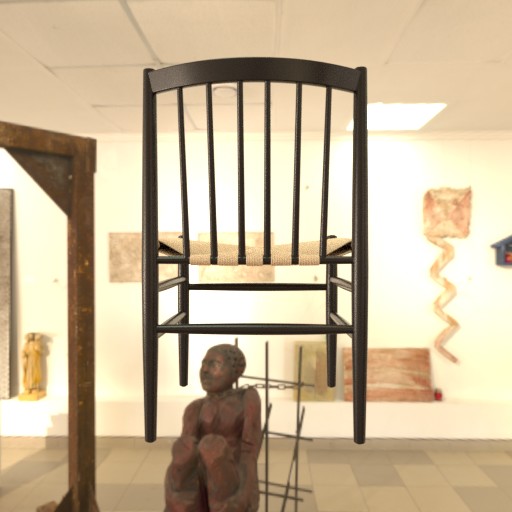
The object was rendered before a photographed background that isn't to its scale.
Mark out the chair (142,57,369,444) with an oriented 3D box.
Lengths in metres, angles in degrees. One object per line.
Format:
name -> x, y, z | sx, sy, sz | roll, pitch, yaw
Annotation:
chair -> 0.000, 0.000, 1.130 | 0.495, 0.818, 0.516 | 0, 1, 1
